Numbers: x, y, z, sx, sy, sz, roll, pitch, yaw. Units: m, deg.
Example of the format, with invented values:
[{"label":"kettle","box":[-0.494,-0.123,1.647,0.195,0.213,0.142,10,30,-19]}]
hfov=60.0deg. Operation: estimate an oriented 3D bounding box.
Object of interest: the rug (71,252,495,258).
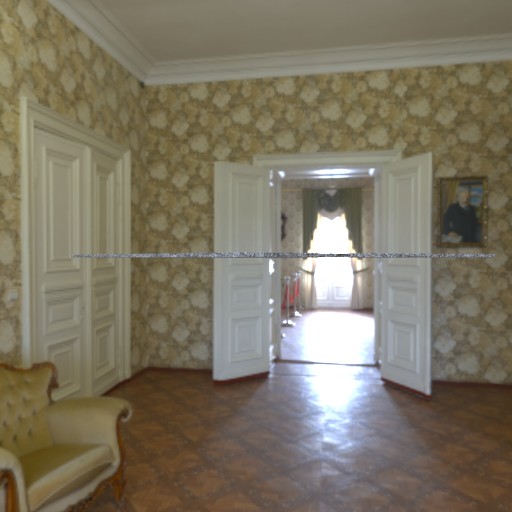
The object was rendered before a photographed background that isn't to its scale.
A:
[{"label":"rug","box":[0.000,0.000,3.926,2.401,0.025,3.000,0,0,-36]}]
